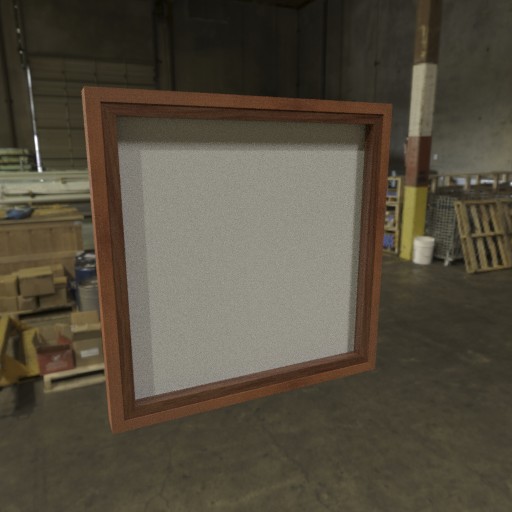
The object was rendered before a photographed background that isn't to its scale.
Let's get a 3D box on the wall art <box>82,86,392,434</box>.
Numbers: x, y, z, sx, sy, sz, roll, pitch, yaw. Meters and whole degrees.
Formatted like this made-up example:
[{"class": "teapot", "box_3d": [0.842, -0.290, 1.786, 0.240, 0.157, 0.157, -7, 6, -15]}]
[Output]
[{"class": "wall art", "box_3d": [0.000, 0.000, 0.596, 0.403, 0.403, 0.035, -6, 14, -24]}]
